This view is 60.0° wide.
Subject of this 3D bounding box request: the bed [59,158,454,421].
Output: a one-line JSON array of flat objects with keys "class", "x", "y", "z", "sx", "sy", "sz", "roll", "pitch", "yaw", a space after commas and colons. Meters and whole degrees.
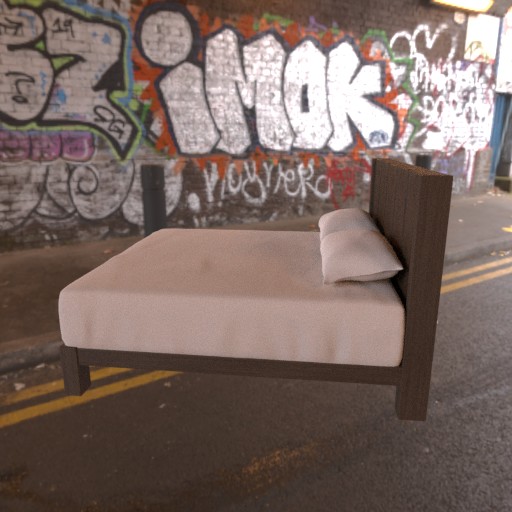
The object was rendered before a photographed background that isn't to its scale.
[{"class": "bed", "x": 0.000, "y": 0.000, "z": 3.081, "sx": 1.992, "sy": 1.261, "sz": 1.735, "roll": 2, "pitch": 15, "yaw": 7}]
